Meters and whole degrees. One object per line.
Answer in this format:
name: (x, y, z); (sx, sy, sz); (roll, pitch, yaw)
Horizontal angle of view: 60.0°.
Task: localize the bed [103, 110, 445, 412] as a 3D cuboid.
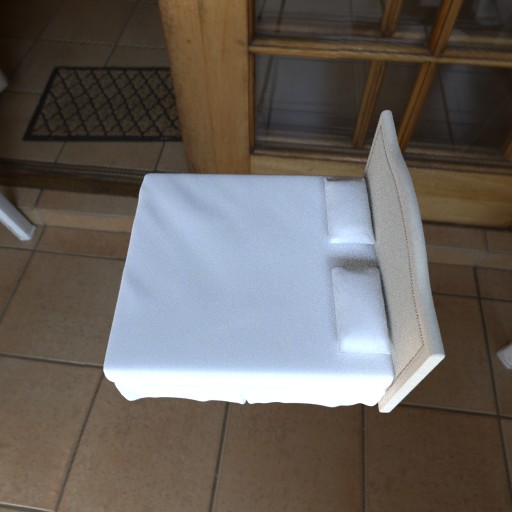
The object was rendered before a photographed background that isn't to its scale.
bed: (0.000, 0.000, 3.549); (2.182, 1.421, 2.083); (1, 57, 1)
